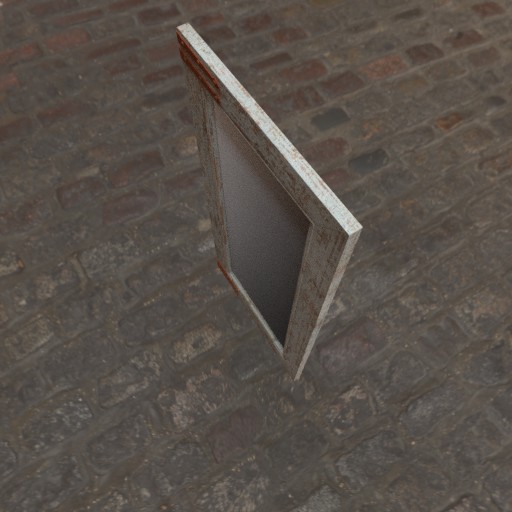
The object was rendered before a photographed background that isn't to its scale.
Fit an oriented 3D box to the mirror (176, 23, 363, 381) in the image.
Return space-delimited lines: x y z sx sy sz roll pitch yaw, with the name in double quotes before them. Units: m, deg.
"mirror" 0.000 0.000 1.063 0.027 0.922 0.472 -29 67 -14
